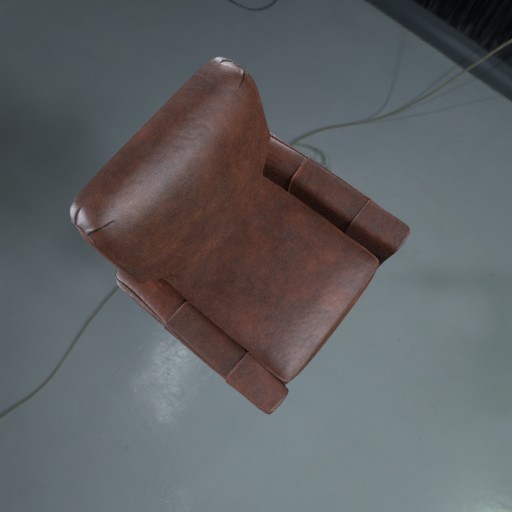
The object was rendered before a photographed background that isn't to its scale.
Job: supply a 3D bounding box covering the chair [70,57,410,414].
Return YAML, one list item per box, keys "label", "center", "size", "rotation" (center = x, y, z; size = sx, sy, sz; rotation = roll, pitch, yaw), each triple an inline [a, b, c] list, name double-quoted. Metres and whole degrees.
- label: "chair"
  center: [0.000, 0.000, 1.693]
  size: [0.836, 1.043, 0.843]
  rotation: [38, 79, 9]
